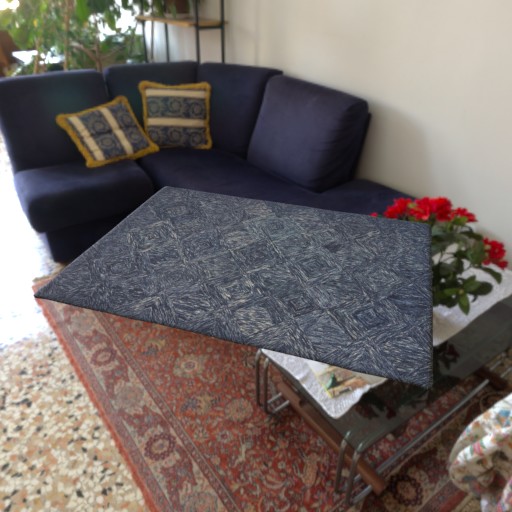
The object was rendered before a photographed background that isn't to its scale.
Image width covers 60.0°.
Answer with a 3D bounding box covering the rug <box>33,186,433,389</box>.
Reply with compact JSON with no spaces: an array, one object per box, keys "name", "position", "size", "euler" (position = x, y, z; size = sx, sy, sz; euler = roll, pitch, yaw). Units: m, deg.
[{"name":"rug","position":[0.000,0.000,4.291],"size":[3.245,0.024,2.385],"euler":[10,34,15]}]
